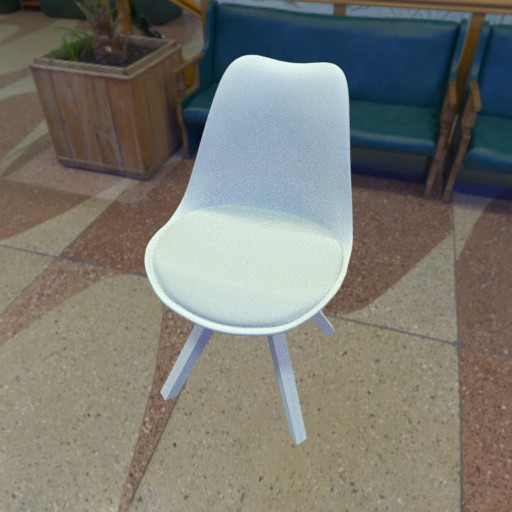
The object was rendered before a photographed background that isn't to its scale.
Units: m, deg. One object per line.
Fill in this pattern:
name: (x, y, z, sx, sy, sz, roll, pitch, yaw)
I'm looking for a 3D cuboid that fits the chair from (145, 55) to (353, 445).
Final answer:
chair: (0.000, 0.000, 1.170, 0.485, 0.850, 0.550, 13, 42, 15)
